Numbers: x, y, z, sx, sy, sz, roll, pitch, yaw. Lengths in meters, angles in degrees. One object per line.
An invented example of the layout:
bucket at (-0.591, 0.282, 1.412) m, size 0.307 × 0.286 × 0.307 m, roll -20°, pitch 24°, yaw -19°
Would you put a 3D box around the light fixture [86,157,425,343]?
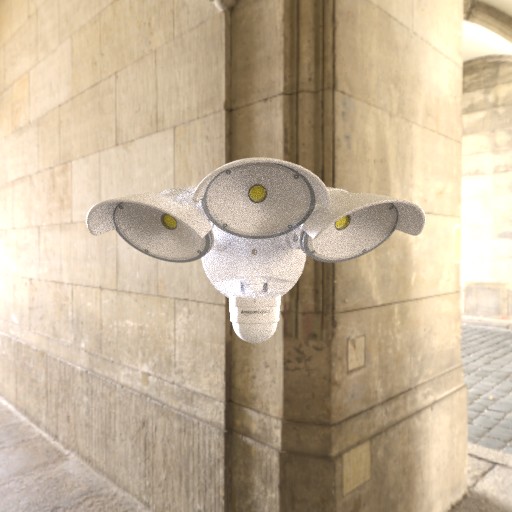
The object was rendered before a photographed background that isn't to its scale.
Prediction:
light fixture at (0.000, 0.000, 0.539) m, size 0.369 × 0.237 × 0.278 m, roll 0°, pitch 1°, yaw -1°
